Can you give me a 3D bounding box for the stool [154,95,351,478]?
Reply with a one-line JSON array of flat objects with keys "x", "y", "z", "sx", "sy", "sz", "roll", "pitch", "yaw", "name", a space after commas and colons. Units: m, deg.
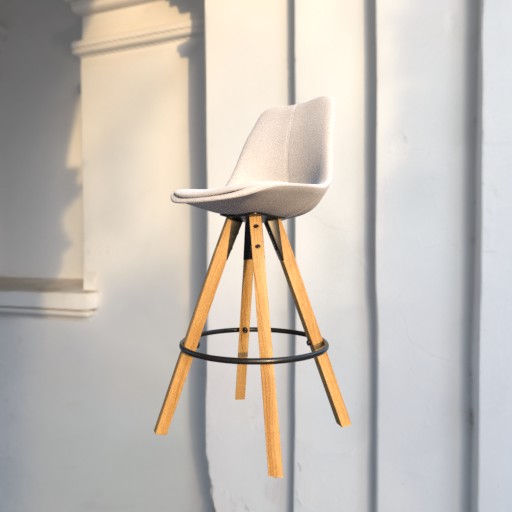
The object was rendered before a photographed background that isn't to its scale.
[{"x": 0.000, "y": 0.000, "z": 1.418, "sx": 0.484, "sy": 1.115, "sz": 0.550, "roll": 1, "pitch": 2, "yaw": 36, "name": "stool"}]
